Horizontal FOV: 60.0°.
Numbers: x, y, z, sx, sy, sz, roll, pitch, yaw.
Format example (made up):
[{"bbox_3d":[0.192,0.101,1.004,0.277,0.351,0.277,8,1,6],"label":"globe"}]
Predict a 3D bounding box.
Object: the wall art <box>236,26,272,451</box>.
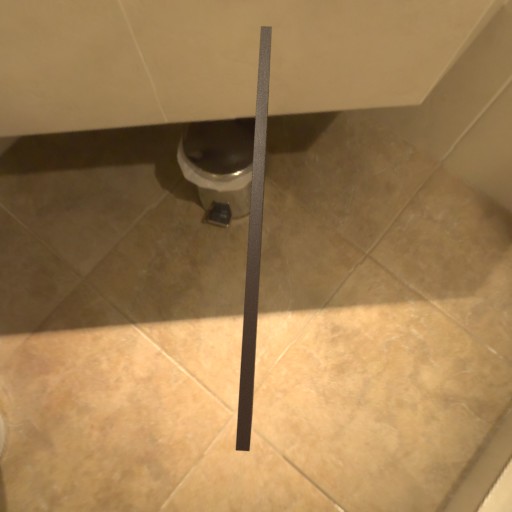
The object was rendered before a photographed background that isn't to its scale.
[{"bbox_3d":[0.000,0.000,1.665,0.034,0.952,1.207,3,75,1],"label":"wall art"}]
